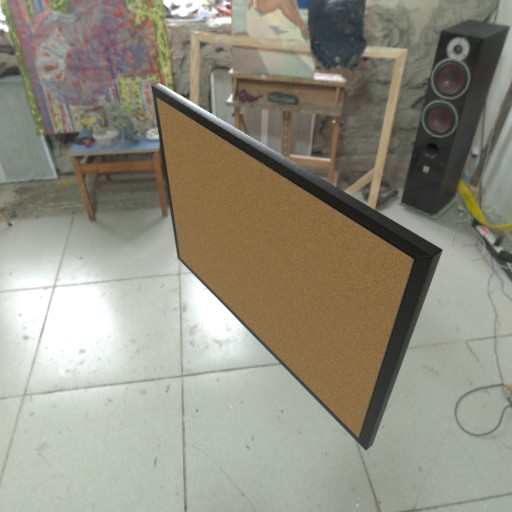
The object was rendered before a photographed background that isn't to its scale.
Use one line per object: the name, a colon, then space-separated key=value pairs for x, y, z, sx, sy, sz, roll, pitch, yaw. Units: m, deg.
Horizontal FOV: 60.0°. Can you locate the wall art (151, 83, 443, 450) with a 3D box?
wall art: x=0.000 y=0.000 z=0.561 sx=0.013 sy=0.306 sz=0.440 roll=-27 pitch=48 yaw=-28
